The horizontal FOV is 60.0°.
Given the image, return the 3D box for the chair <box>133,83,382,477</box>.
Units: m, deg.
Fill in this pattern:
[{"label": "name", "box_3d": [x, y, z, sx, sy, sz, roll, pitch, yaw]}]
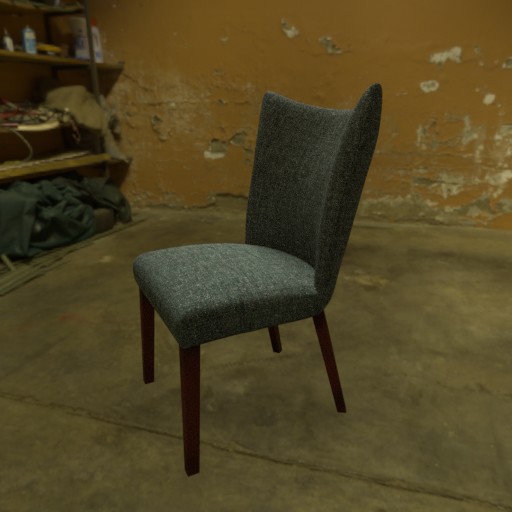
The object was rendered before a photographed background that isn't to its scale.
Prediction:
[{"label": "chair", "box_3d": [0.000, 0.000, 1.285, 0.623, 0.924, 0.535, -9, 20, -26]}]
